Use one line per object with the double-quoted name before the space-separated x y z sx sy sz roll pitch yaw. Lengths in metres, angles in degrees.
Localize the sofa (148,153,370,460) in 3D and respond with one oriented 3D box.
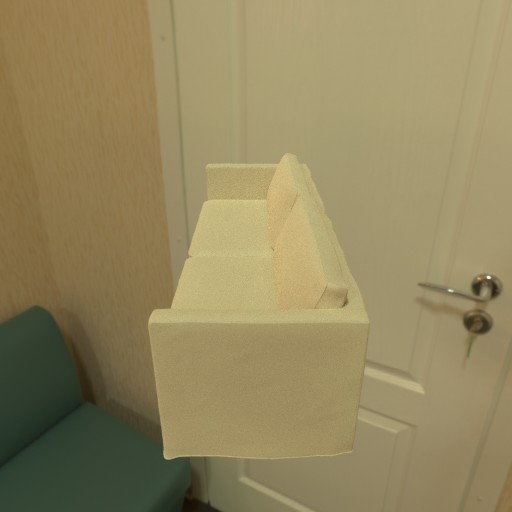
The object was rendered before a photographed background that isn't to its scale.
"sofa" 0.000 0.000 3.329 1.036 0.999 2.779 0 26 0
